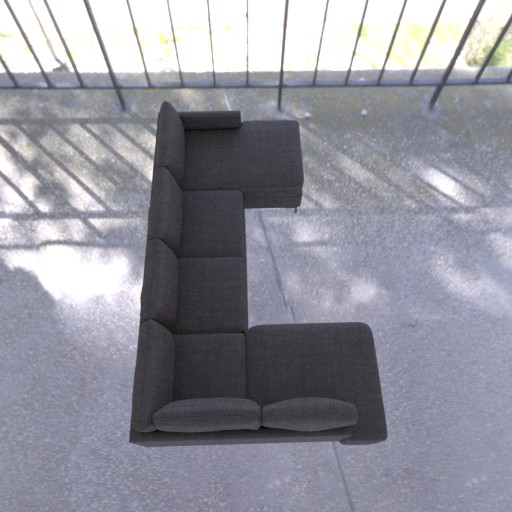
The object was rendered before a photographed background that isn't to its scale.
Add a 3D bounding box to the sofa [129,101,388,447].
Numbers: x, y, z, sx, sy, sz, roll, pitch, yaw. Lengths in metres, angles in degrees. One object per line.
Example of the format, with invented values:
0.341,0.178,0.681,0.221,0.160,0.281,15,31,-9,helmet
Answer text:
0.000,0.000,4.334,2.048,0.999,3.423,-1,64,-1,sofa
